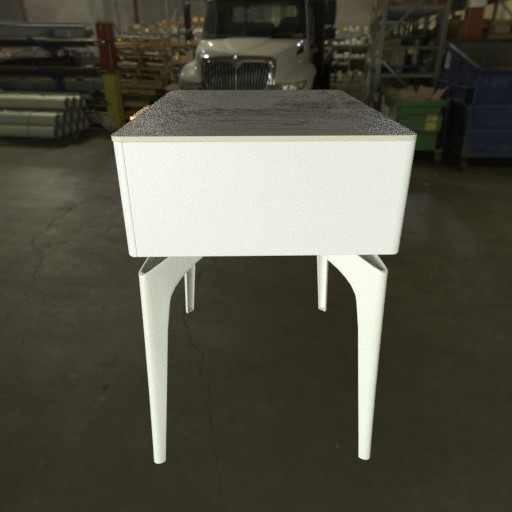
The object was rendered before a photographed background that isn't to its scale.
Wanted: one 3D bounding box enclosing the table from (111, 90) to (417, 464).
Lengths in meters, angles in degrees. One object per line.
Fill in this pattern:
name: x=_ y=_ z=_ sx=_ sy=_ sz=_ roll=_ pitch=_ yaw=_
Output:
table: x=0.000 y=0.000 z=0.882 sx=0.400 sy=0.570 sz=0.500 roll=-1 pitch=26 yaw=-1
